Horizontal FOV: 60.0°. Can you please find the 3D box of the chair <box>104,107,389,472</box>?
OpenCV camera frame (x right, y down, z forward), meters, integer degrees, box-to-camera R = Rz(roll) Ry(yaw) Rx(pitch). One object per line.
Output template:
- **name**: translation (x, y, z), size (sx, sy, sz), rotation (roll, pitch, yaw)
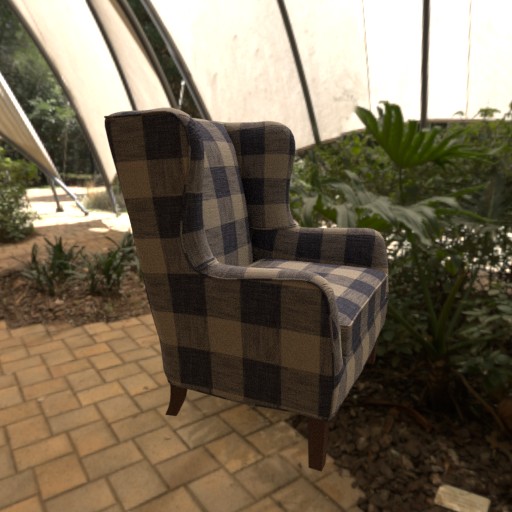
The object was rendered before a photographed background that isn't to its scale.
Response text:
- **chair**: translation (0.000, 0.000, 1.680), size (0.889, 1.041, 0.830), rotation (7, 15, 25)
